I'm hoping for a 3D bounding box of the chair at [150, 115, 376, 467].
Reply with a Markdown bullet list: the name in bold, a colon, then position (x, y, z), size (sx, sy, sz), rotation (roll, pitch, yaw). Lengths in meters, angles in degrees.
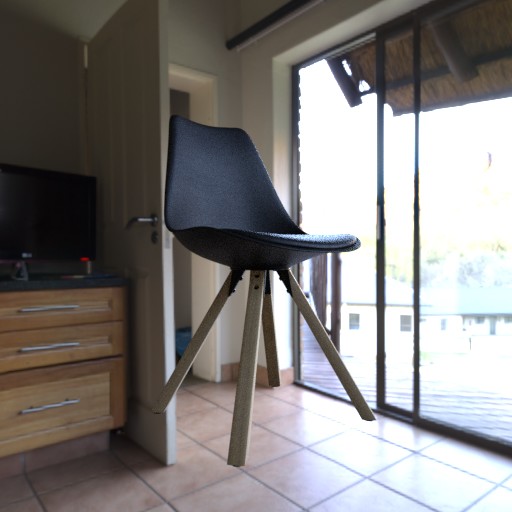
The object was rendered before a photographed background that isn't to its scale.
- **chair**: position (0.000, 0.000, 1.203), size (0.485, 0.850, 0.549), rotation (0, 0, -37)
